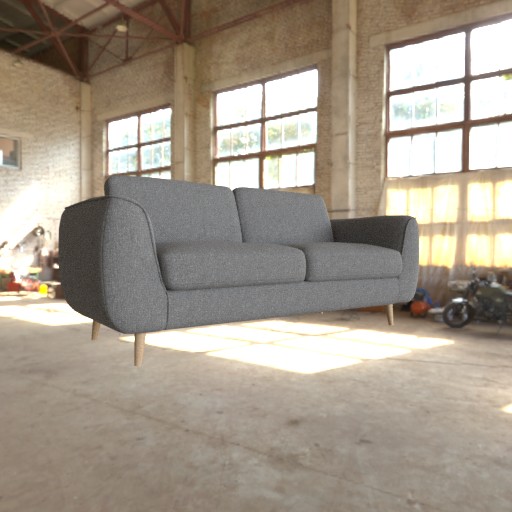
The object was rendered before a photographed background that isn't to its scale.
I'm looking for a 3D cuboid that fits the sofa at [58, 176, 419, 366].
[{"bbox_3d":[0.000,0.000,2.541,2.000,0.870,0.920,-1,1,-36],"label":"sofa"}]
